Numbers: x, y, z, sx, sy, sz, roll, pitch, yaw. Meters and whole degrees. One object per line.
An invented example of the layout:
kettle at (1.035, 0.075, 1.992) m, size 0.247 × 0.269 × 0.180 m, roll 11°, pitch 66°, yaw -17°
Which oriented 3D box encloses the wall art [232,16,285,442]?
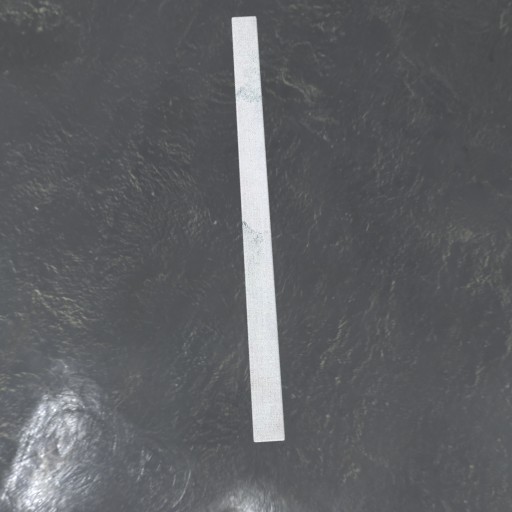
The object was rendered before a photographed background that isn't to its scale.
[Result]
wall art at (0.000, 0.000, 0.907) m, size 0.040 × 0.612 × 0.612 m, roll -3°, pitch 76°, yaw -1°
